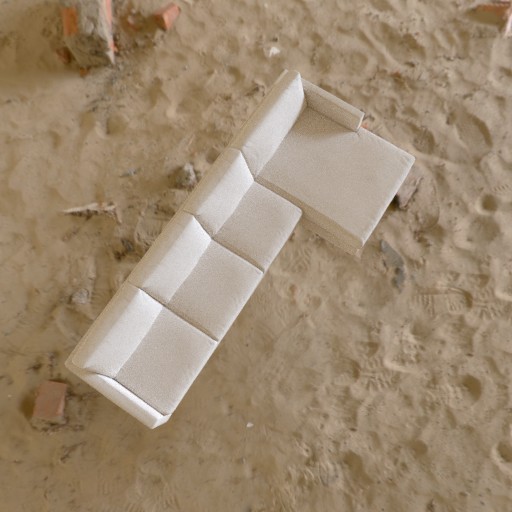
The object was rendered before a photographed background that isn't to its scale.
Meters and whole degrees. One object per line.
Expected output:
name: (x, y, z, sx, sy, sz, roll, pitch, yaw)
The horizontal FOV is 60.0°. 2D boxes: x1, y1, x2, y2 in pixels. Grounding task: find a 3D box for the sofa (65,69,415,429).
sofa: (0.000, 0.000, 4.197, 1.606, 0.954, 3.471, 32, 77, 8)
